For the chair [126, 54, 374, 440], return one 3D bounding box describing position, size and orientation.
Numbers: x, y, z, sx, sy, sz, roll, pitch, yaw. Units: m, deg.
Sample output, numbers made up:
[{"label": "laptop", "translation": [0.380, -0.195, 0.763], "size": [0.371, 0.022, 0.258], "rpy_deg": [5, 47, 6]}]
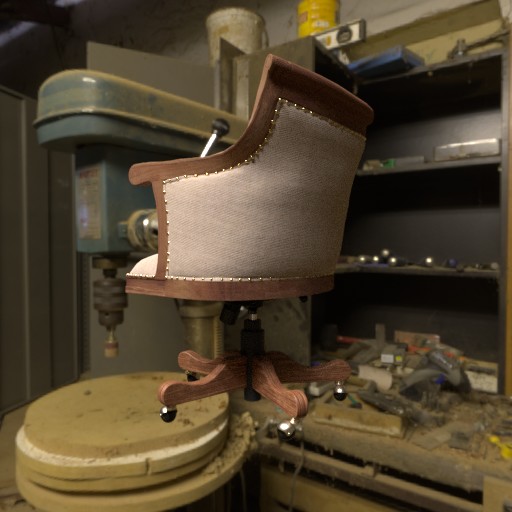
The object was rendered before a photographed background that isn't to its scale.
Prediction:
[{"label": "chair", "translation": [0.000, 0.000, 1.440], "size": [0.689, 0.965, 0.656], "rpy_deg": [1, 2, 36]}]
